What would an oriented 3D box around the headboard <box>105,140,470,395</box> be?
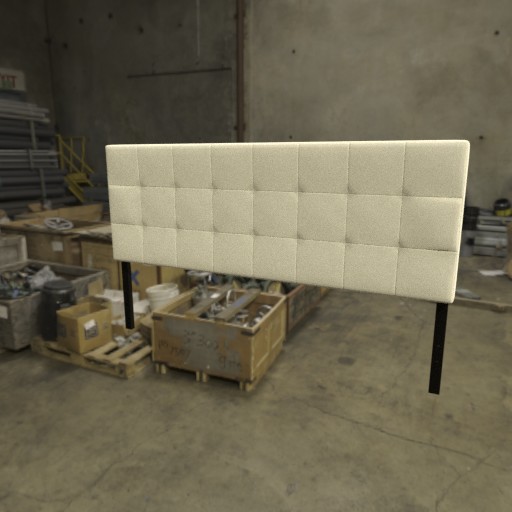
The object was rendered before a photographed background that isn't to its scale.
[{"bbox_3d":[0.000,0.000,2.851,2.362,1.410,0.120,6,14,25],"label":"headboard"}]
